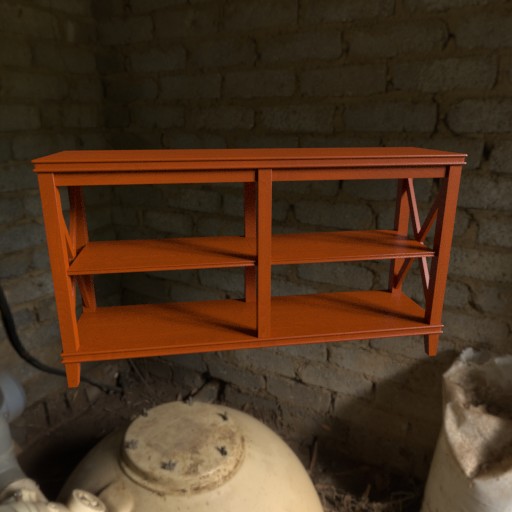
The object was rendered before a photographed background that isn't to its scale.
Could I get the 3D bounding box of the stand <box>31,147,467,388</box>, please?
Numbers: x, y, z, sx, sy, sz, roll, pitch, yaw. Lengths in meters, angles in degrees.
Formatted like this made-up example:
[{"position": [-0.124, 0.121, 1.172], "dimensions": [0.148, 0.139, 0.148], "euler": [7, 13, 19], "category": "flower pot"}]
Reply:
[{"position": [0.000, 0.000, 1.670], "dimensions": [1.372, 0.762, 0.381], "euler": [-3, 18, -9], "category": "stand"}]
